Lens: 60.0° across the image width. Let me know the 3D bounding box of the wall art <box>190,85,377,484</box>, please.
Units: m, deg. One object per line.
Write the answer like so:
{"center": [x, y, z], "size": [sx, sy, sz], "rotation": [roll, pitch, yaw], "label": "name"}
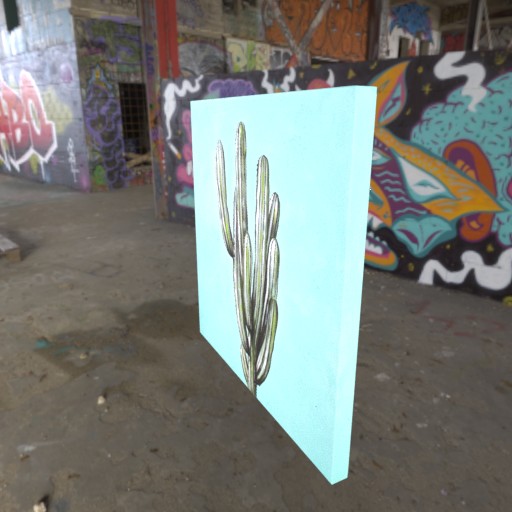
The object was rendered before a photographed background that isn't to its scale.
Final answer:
{"center": [0.000, 0.000, 1.578], "size": [0.070, 1.073, 1.071], "rotation": [-9, 19, -26], "label": "wall art"}
